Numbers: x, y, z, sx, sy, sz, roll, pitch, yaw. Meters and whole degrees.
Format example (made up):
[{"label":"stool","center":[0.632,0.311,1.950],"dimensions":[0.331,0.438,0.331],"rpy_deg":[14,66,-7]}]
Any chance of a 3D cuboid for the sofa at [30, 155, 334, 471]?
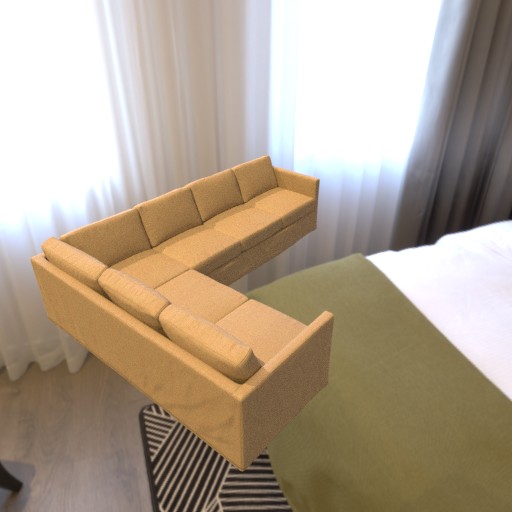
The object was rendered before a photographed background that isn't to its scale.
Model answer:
[{"label":"sofa","center":[0.000,0.000,4.297],"dimensions":[2.432,0.871,3.182],"rpy_deg":[23,38,33]}]
